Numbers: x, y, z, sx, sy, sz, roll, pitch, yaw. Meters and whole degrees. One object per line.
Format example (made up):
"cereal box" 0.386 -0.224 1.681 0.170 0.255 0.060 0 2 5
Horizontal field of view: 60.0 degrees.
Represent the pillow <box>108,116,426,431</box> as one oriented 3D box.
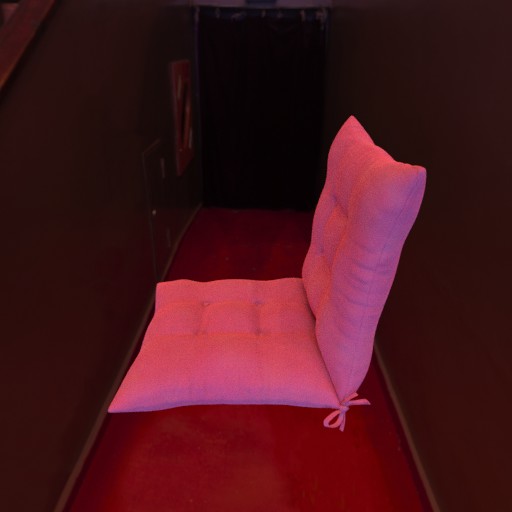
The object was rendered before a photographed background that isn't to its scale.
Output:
"pillow" 0.000 0.000 0.996 0.585 0.536 0.541 0 27 -1
